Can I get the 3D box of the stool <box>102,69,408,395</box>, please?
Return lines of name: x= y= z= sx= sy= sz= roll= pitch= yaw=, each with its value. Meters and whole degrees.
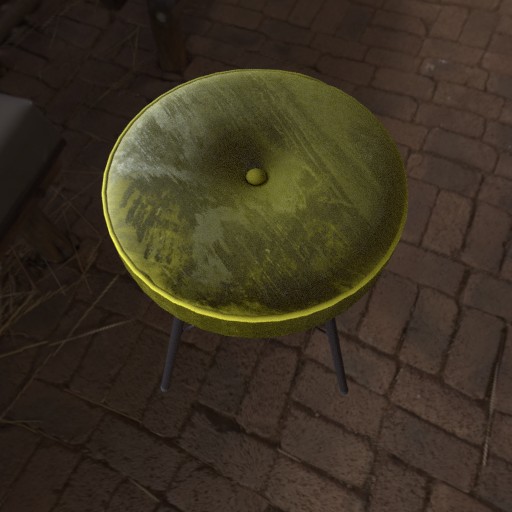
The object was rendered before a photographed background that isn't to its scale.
stool: x=0.000 y=0.000 z=0.805 sx=0.409 sy=0.508 sz=0.409 roll=1 pitch=64 yaw=0
